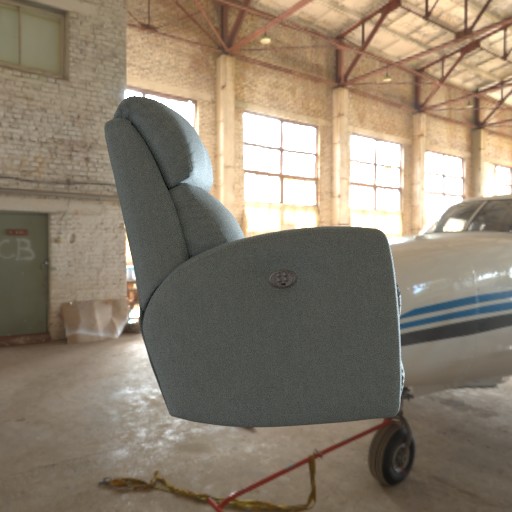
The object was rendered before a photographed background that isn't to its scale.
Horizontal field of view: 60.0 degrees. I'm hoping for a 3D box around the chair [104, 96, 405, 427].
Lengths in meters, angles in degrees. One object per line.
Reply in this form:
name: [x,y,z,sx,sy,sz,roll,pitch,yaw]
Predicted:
chair: [0.000,0.000,1.644,0.940,1.016,0.794,0,1,1]
